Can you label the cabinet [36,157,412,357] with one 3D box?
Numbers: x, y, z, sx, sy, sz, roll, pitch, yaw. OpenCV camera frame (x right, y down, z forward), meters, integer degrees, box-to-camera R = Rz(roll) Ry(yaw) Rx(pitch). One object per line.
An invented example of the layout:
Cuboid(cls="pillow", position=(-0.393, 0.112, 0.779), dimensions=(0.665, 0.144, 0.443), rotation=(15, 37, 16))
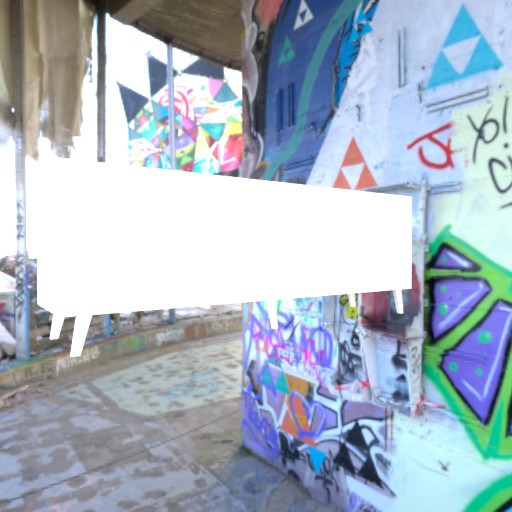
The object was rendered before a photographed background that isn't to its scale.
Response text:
Cuboid(cls="cabinet", position=(0.000, 0.000, 2.542), dimensions=(2.200, 0.780, 0.500), rotation=(-1, 1, -35))
